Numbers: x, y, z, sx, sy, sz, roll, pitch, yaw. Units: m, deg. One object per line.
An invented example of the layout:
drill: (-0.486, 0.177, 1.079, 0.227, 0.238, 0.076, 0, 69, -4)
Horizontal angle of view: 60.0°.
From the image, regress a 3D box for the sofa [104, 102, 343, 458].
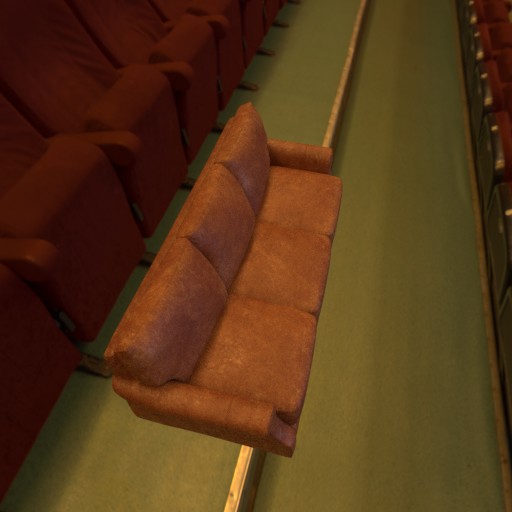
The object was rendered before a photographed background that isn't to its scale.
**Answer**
sofa: (0.000, 0.000, 2.940, 0.973, 0.977, 2.351, 11, 49, 9)
